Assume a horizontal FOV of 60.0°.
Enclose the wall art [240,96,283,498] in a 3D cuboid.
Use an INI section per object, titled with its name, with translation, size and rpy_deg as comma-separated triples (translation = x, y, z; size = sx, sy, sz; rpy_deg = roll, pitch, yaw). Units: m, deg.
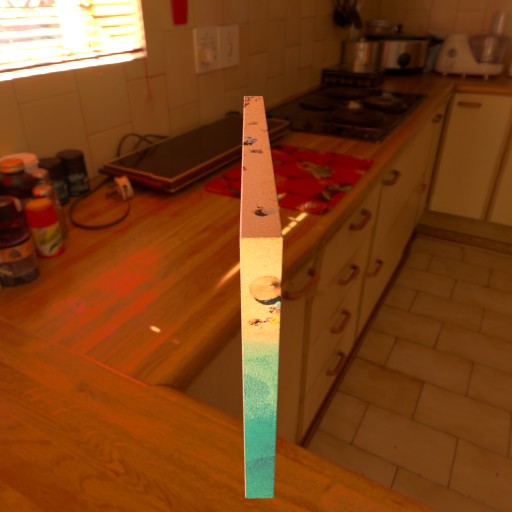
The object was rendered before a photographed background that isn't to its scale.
[wall art]
translation = 0.000, 0.000, 0.761
size = 0.039, 0.406, 0.609
rpy_deg = 0, 31, -1
